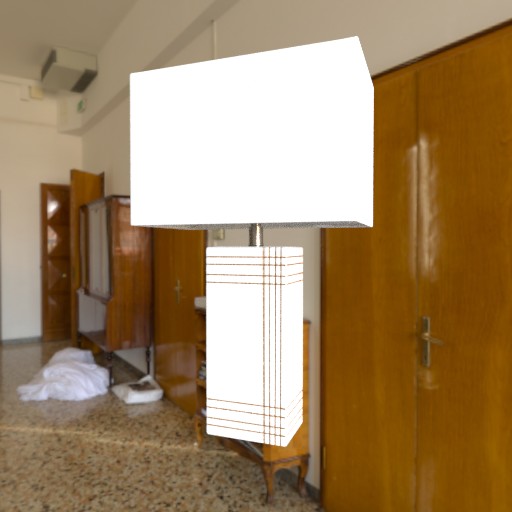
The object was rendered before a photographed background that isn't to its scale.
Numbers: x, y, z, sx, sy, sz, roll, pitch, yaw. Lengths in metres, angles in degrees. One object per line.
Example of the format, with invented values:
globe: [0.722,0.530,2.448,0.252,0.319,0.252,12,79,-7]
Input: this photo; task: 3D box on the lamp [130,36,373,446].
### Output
lamp: [0.000,0.000,0.689,0.334,0.543,0.182,0,1,21]
